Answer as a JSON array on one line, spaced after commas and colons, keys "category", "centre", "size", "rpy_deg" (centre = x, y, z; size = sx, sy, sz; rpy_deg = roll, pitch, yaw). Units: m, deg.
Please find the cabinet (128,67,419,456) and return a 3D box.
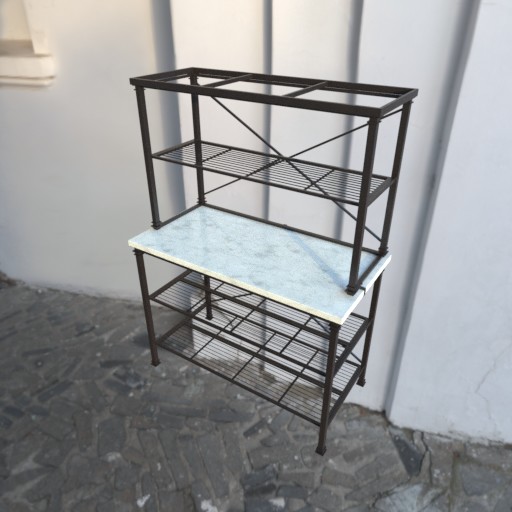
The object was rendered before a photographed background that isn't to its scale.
[{"category": "cabinet", "centre": [0.000, 0.000, 2.280], "size": [1.210, 1.659, 0.610], "rpy_deg": [18, 35, 28]}]
